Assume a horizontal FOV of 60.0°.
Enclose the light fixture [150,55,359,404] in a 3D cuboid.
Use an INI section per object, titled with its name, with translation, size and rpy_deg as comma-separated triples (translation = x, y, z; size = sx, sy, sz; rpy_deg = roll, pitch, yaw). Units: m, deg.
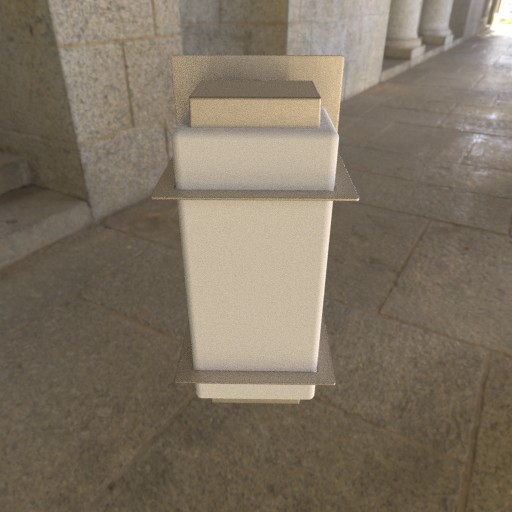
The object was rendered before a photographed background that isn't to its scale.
[light fixture]
translation = 0.000, 0.000, 0.474
size = 0.168, 0.380, 0.160
rpy_deg = 1, 31, 1
